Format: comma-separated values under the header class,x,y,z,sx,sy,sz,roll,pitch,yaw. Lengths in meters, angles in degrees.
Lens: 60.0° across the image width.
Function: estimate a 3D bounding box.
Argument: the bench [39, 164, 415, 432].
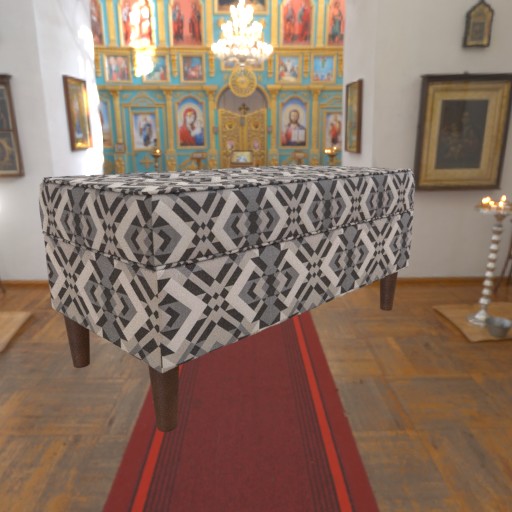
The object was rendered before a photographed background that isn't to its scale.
class,x,y,z,sx,sy,sz,roll,pitch,yaw
bench,0.000,0.000,1.283,0.492,0.477,1.016,13,19,42
